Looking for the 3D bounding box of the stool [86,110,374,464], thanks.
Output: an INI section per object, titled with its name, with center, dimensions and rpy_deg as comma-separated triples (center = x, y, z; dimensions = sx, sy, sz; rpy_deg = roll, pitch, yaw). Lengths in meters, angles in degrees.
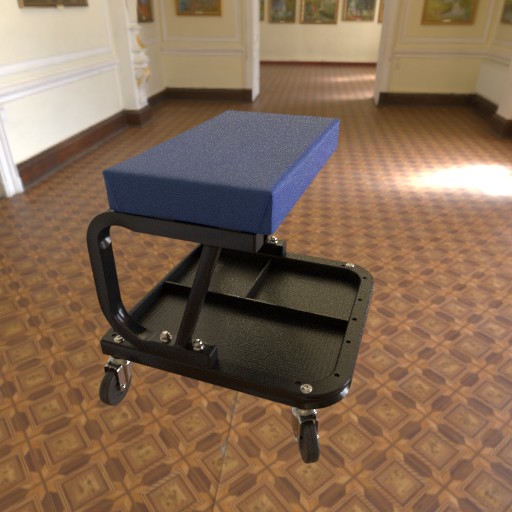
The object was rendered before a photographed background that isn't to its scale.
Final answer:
[stool]
center = 0.000, 0.000, 0.720
dimensions = 0.371, 0.380, 0.446
rpy_deg = 10, 31, 17
